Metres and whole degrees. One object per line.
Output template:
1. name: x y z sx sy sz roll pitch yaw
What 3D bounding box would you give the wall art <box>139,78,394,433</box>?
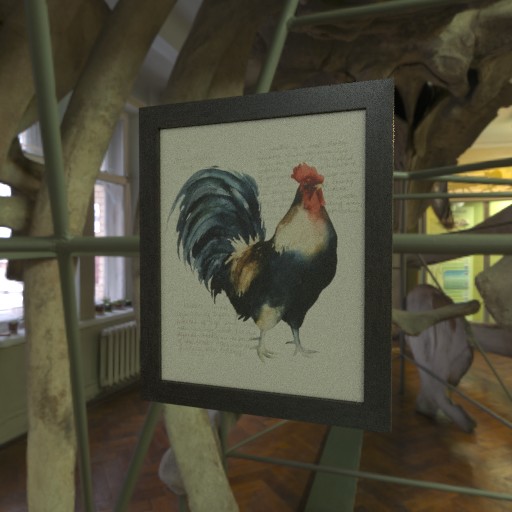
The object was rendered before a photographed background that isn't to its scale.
1. wall art: 0.000 0.000 0.813 0.479 0.580 0.027 1 2 19
